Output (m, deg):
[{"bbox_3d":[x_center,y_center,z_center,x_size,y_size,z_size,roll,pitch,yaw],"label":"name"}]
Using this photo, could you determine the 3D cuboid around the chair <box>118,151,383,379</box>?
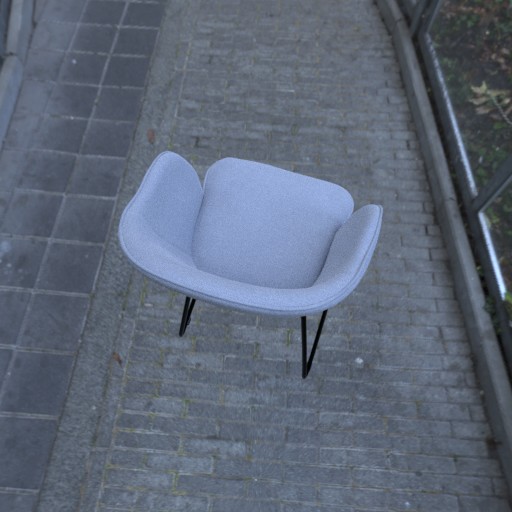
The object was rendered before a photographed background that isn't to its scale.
[{"bbox_3d":[0.000,0.000,1.232,0.570,0.817,0.592,16,64,8],"label":"chair"}]
